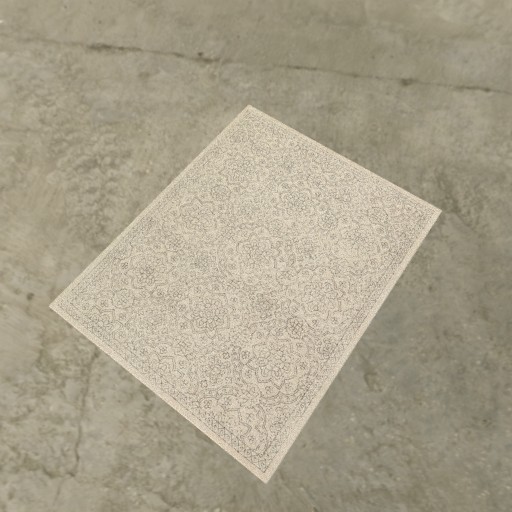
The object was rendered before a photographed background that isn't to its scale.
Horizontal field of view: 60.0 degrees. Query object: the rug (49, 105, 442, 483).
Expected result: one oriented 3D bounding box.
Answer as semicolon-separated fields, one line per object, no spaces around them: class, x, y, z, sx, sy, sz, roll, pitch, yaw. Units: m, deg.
rug;0.000;0.000;4.260;2.441;0.015;3.050;33;68;15
